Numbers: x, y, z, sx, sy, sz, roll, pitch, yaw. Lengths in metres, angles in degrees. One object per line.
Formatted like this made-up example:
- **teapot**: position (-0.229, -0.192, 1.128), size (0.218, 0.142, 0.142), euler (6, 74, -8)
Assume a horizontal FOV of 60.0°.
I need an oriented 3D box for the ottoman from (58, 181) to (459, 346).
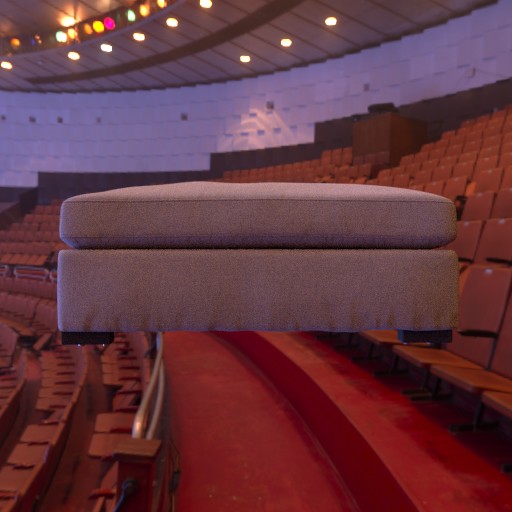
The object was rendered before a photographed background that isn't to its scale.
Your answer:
- **ottoman**: position (0.000, 0.000, 1.838), size (1.203, 0.517, 1.171), euler (0, 0, -1)
